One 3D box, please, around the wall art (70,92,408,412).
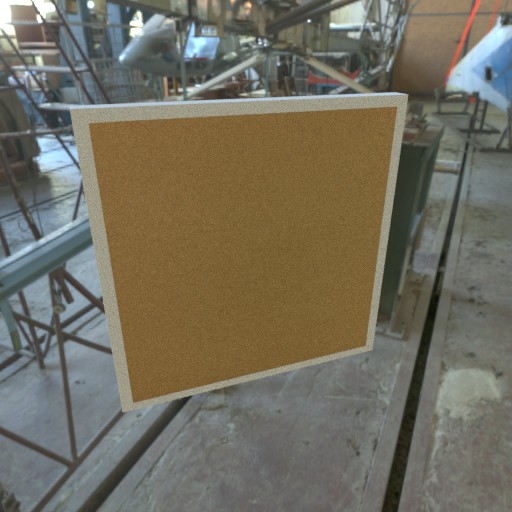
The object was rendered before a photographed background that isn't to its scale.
[{"bbox_3d":[0.000,0.000,0.757,0.508,0.507,0.035,-9,27,-18],"label":"wall art"}]
